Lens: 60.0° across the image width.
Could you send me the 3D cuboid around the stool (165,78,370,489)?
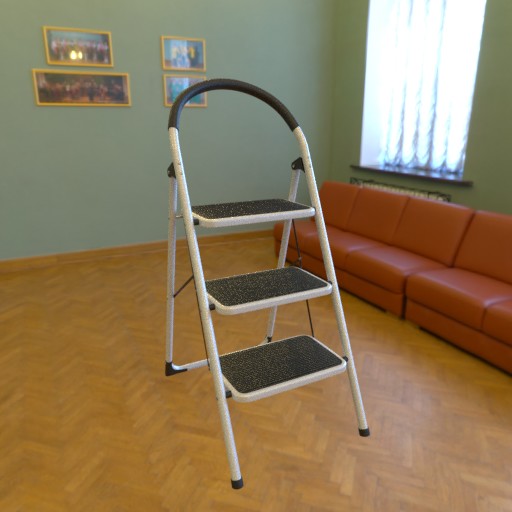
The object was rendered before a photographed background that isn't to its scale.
[{"bbox_3d":[0.000,0.000,1.440,0.485,1.109,0.676,-9,19,-27],"label":"stool"}]
